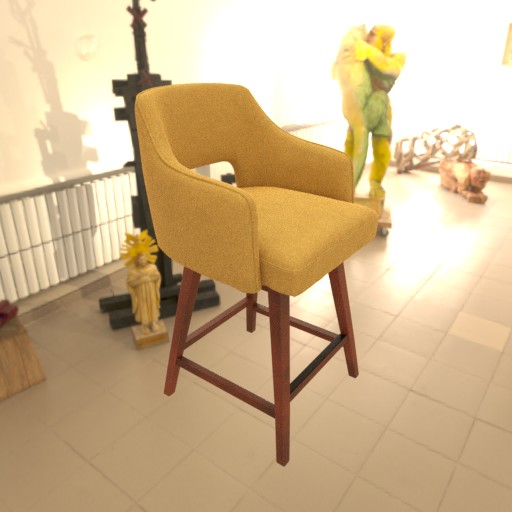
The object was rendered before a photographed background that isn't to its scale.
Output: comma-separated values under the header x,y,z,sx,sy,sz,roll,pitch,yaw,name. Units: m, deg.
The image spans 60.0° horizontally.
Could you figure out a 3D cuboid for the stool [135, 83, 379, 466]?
x,y,z,sx,sy,sz,roll,pitch,yaw,name
0.000,0.000,1.302,0.558,0.924,0.548,18,30,33,stool
